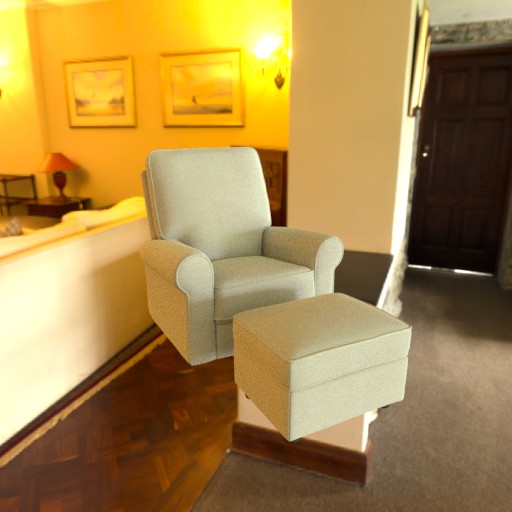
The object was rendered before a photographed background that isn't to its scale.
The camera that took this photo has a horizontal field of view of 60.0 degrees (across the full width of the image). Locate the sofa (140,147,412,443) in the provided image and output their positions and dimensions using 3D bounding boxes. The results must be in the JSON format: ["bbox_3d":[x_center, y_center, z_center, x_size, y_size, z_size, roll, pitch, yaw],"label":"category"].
[{"bbox_3d":[0.000,0.000,2.093,0.880,0.959,1.478,-8,18,-27],"label":"sofa"}]
